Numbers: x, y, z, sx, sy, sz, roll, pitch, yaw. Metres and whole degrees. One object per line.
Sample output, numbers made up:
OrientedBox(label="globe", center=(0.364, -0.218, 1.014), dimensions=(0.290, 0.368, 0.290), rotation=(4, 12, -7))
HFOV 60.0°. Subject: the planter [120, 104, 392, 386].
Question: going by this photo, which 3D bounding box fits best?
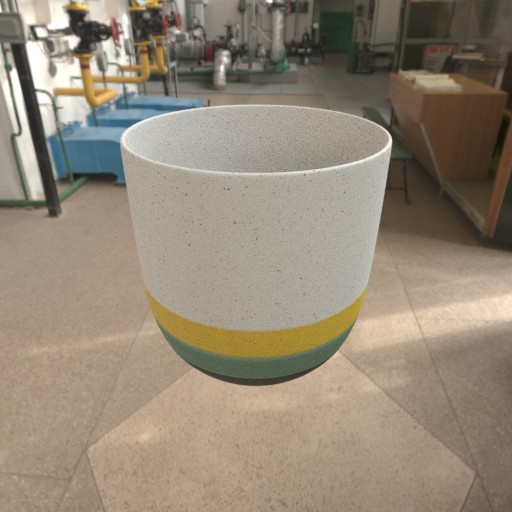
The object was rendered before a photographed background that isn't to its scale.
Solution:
OrientedBox(label="planter", center=(0.000, 0.000, 0.380), dimensions=(0.195, 0.214, 0.195), rotation=(0, 30, 0))
